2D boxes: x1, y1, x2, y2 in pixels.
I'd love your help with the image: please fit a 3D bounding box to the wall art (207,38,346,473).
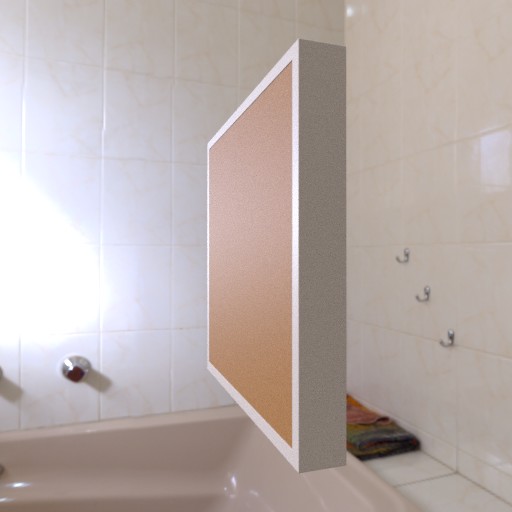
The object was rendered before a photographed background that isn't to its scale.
[{"bbox_3d":[0.000,0.000,0.460,0.038,0.305,0.305,0,0,-18],"label":"wall art"}]
